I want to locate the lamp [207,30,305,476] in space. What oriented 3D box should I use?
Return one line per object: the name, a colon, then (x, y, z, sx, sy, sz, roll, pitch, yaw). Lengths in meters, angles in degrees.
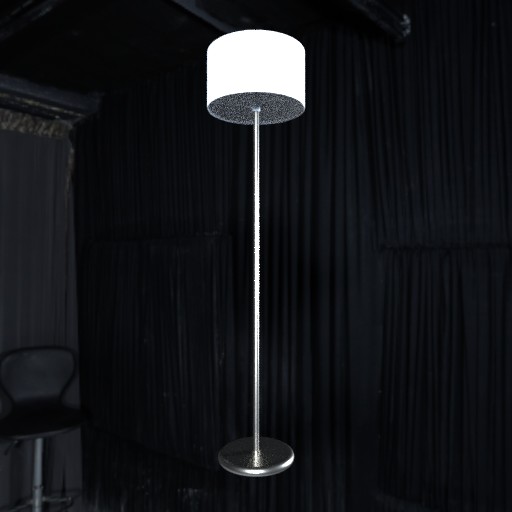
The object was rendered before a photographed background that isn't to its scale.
lamp: (0.000, 0.000, 1.585, 0.347, 1.443, 0.347, 0, -1, 36)
